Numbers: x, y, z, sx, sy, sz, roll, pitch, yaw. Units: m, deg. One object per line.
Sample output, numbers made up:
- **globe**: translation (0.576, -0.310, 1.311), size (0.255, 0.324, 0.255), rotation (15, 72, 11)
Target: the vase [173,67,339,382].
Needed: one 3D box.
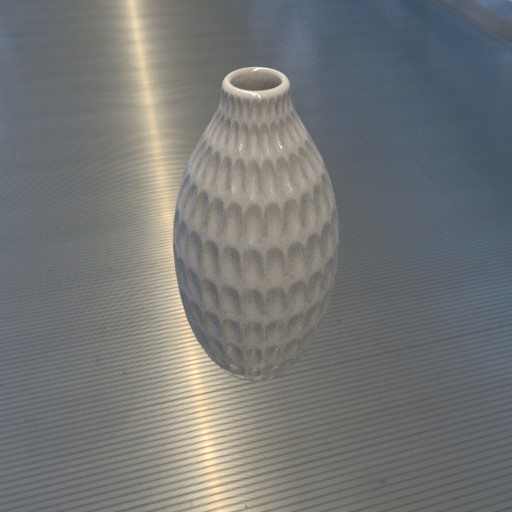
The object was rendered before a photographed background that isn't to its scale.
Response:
- **vase**: translation (0.000, 0.000, 0.350), size (0.127, 0.282, 0.127), rotation (0, 45, 0)
